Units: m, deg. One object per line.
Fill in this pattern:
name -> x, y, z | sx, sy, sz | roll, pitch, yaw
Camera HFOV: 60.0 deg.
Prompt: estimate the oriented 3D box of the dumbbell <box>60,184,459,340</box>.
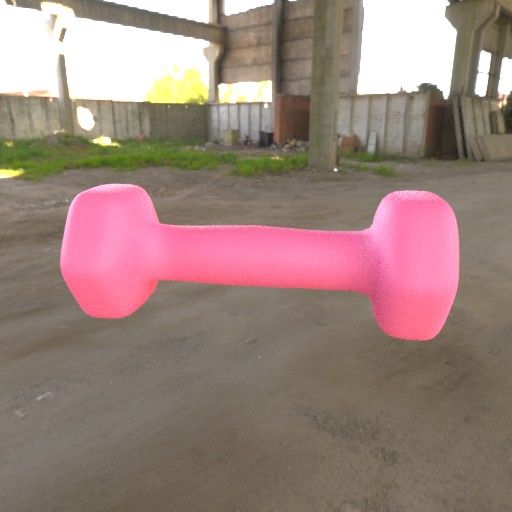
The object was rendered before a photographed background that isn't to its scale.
dumbbell -> 0.000, 0.000, 0.176 | 0.146, 0.053, 0.058 | 3, 17, 9
